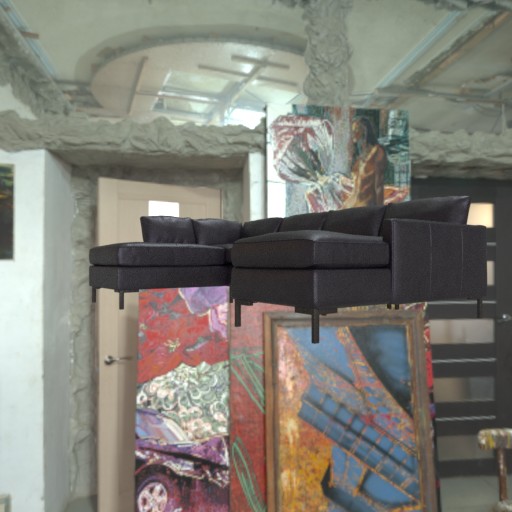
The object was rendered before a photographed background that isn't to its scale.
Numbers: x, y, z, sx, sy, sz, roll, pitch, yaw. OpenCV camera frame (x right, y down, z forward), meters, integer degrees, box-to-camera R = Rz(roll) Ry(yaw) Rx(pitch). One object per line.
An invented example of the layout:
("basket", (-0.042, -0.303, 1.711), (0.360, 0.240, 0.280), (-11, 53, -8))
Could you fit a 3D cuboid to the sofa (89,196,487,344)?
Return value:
("sofa", (0.000, 0.000, 3.751), (1.939, 0.900, 2.956), (1, -1, -37))
